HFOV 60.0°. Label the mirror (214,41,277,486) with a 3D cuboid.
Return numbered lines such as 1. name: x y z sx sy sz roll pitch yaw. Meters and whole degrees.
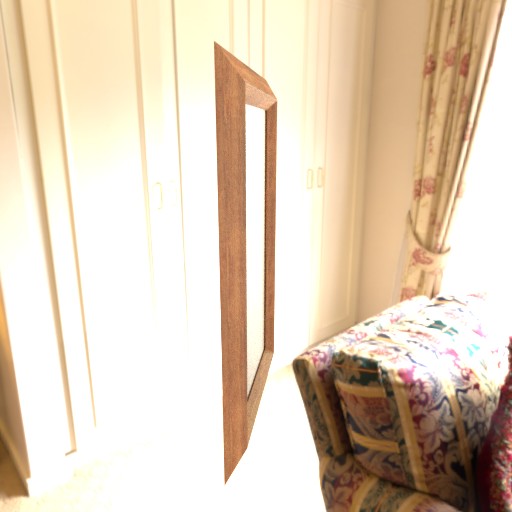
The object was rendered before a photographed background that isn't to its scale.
1. mirror: 0.000 0.000 1.267 0.047 1.010 0.651 3 16 9
